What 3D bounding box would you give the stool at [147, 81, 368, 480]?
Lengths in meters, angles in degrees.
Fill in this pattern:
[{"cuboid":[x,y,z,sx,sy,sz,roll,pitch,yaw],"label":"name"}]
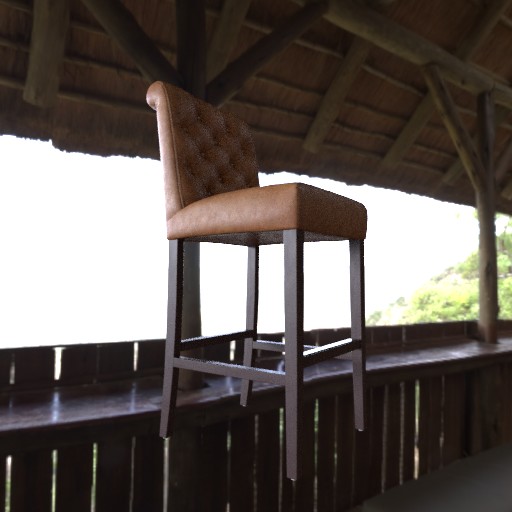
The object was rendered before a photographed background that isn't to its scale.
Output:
[{"cuboid":[0.000,0.000,1.460,0.601,1.140,0.493,-2,-3,36],"label":"stool"}]
